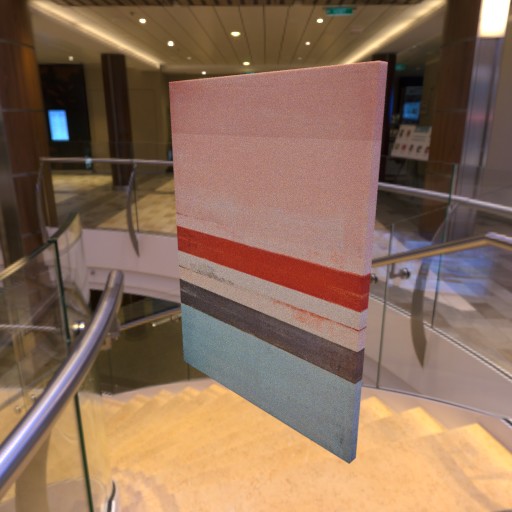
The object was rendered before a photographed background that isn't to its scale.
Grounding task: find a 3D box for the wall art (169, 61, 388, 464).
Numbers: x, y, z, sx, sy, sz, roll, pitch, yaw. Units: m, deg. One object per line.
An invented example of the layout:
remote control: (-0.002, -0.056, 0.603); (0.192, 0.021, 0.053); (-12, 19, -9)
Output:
wall art: (0.000, 0.000, 1.334); (0.039, 1.016, 0.761); (-16, 23, -42)
